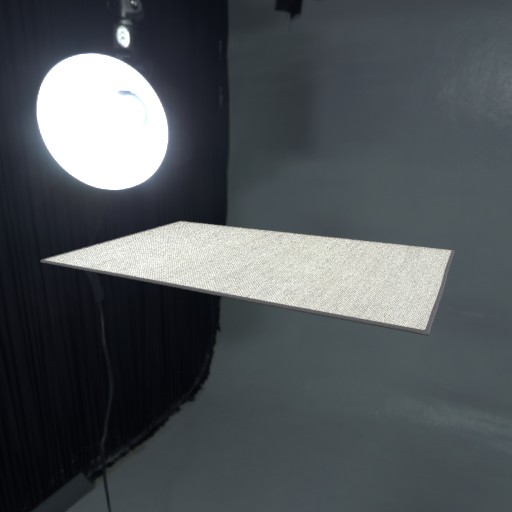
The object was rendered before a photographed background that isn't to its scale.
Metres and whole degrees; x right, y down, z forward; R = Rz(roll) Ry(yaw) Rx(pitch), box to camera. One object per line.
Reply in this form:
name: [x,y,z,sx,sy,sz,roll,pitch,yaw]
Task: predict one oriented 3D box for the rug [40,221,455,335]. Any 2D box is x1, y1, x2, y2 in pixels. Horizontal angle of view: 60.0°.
rug: [0.000,0.000,2.108,1.676,0.013,1.067,8,17,26]
